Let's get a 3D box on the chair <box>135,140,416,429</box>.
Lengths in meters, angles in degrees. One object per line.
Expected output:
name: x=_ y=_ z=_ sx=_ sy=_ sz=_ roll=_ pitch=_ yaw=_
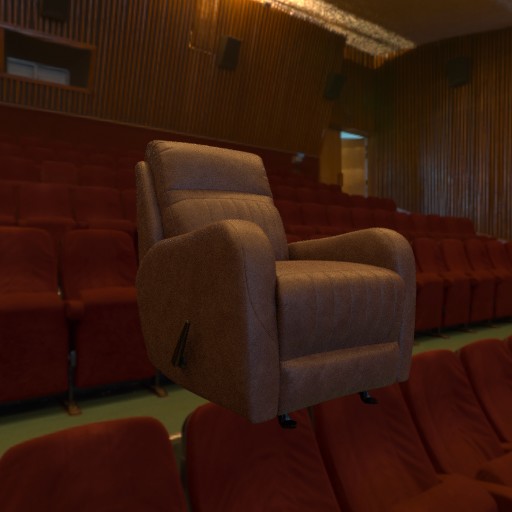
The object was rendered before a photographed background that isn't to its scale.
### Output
chair: x=0.000 y=0.000 z=1.842 sx=0.865 sy=1.067 sz=1.067 roll=0 pitch=0 yaw=-36
